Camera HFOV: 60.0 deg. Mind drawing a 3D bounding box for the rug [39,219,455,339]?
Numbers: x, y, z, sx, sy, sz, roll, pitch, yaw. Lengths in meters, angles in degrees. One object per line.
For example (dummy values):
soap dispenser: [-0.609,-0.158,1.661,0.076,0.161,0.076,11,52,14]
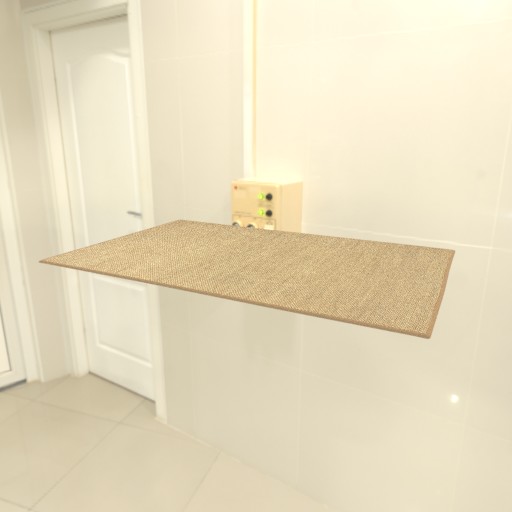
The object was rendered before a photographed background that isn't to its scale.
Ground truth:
rug: [0.000,0.000,2.088,1.668,0.012,1.061,8,18,26]
